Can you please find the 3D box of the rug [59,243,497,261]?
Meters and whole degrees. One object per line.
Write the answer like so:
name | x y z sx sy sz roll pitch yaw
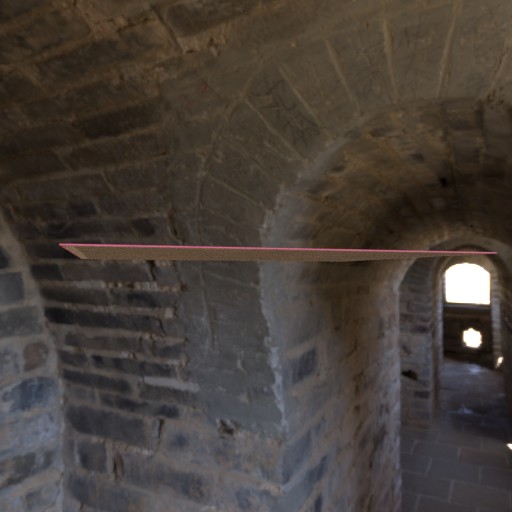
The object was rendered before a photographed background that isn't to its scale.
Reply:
rug | 0.000 0.000 3.844 2.929 0.012 2.300 1 -2 -19
